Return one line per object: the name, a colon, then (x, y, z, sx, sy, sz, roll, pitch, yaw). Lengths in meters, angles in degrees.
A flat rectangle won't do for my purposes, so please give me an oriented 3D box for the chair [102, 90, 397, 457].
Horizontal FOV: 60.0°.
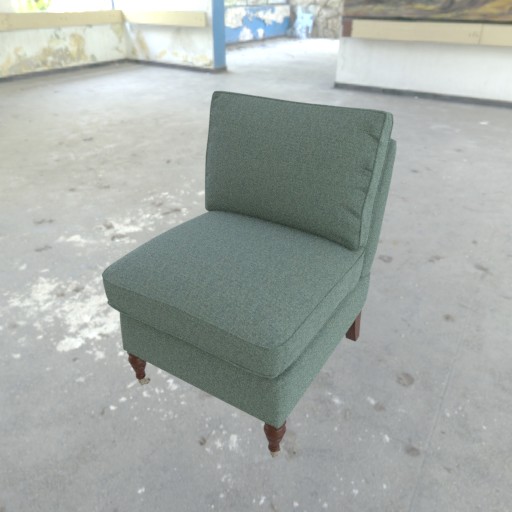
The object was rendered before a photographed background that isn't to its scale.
chair: (0.000, 0.000, 1.436, 0.624, 0.901, 0.796, 18, 35, 27)
